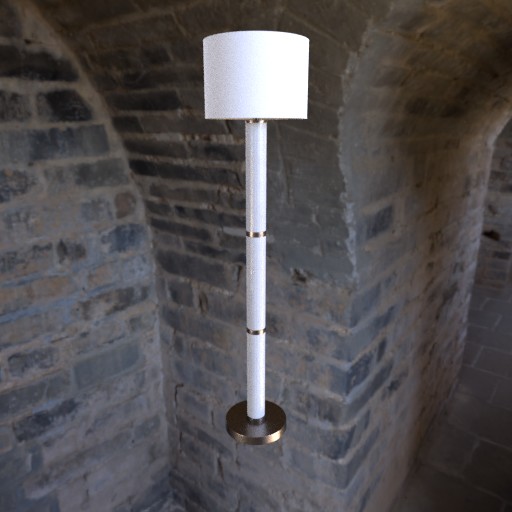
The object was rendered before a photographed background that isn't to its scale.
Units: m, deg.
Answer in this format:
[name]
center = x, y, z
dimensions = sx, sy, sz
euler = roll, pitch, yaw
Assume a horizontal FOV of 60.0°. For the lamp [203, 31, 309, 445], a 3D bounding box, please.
[lamp]
center = 0.000, 0.000, 1.798
dimensions = 0.377, 1.599, 0.377
euler = -3, 17, -9
